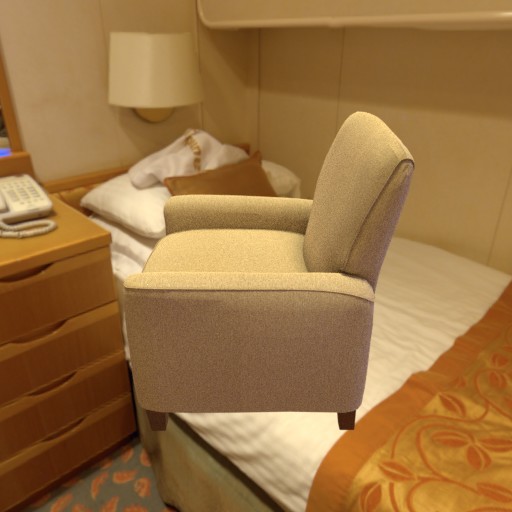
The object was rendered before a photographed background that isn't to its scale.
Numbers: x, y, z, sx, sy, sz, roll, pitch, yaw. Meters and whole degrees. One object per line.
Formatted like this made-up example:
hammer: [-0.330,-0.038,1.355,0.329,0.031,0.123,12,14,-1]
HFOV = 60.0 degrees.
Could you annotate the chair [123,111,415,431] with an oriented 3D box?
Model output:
chair: [0.000,0.000,1.678,0.864,1.014,0.848,0,26,0]
